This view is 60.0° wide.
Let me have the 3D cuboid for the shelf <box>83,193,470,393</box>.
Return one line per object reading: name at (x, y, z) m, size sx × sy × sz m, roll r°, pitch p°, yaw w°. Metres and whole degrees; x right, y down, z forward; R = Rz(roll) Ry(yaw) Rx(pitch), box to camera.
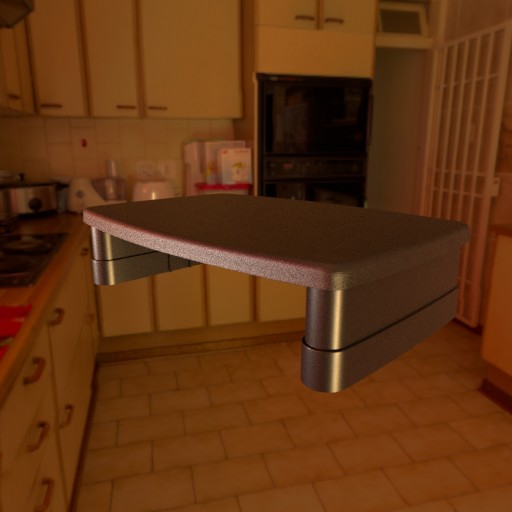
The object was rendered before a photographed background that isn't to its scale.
shelf at (0.000, 0.000, 0.522) m, size 0.280 × 0.100 × 0.410 m, roll -14°, pitch 20°, yaw -43°
